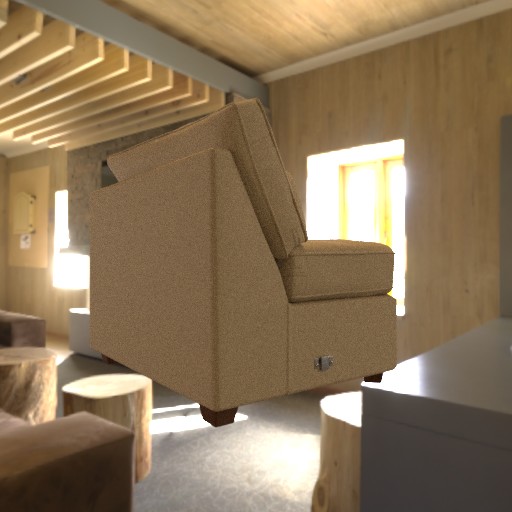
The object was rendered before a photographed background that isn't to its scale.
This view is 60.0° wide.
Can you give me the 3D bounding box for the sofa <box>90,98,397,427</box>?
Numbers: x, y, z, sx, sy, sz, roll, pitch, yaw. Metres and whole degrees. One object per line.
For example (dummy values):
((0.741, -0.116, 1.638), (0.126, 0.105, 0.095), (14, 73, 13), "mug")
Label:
((0.000, 0.000, 1.828), (1.042, 0.937, 1.050), (0, 0, -37), "sofa")
